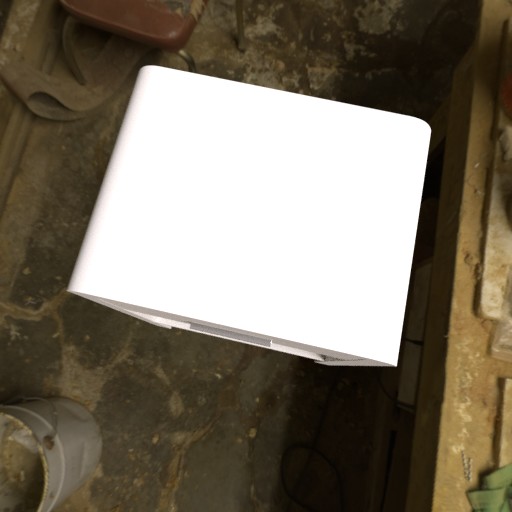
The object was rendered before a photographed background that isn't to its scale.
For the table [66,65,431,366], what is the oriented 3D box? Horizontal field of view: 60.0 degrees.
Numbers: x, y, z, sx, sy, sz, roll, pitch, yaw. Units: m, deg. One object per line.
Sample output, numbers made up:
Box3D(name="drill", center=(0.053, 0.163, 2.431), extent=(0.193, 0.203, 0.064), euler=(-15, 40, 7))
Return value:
Box3D(name="table", center=(0.000, 0.000, 0.879), extent=(0.450, 0.590, 0.350), euler=(12, 77, 3))
